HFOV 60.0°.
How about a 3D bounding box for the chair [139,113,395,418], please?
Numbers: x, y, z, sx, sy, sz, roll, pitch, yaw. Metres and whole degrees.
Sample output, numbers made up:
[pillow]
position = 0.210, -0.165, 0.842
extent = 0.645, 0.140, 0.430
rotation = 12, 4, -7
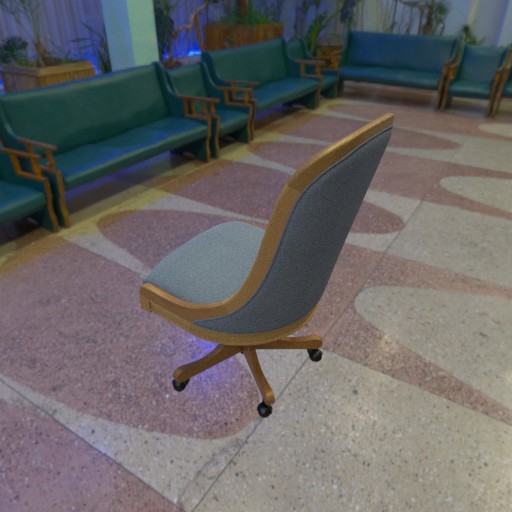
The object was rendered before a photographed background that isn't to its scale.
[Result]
[chair]
position = 0.000, 0.000, 1.516
extent = 0.735, 1.031, 0.605
rotation = 21, 38, 29
